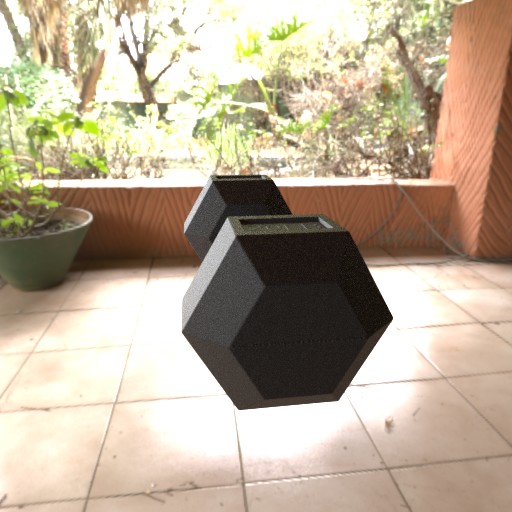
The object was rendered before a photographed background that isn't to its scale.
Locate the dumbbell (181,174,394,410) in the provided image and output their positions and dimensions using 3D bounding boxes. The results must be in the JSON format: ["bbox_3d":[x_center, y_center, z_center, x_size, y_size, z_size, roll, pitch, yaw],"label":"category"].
[{"bbox_3d":[0.000,0.000,0.359,0.116,0.101,0.297,-2,17,-8],"label":"dumbbell"}]
